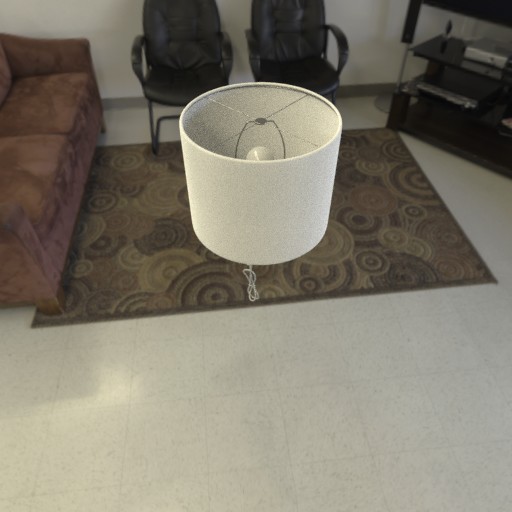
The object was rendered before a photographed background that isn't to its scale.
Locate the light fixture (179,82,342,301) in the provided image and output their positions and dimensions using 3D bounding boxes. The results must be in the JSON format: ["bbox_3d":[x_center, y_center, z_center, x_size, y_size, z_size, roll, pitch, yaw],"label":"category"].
[{"bbox_3d":[0.000,0.000,1.069,0.253,0.842,0.479,-3,45,-3],"label":"light fixture"}]
